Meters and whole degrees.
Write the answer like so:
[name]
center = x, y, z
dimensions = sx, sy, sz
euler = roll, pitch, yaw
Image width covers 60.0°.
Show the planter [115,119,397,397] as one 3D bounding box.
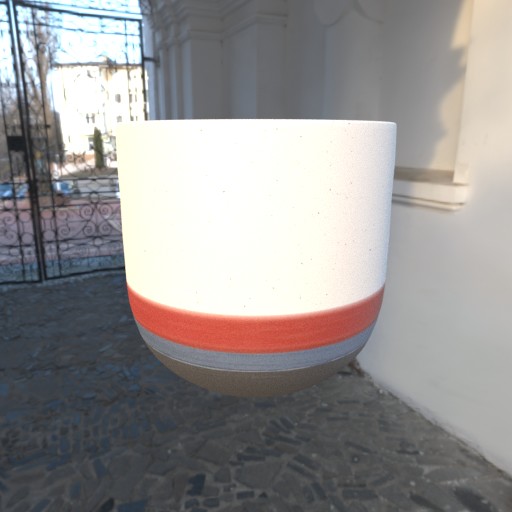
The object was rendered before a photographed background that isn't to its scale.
[planter]
center = 0.000, 0.000, 0.473
dimensions = 0.268, 0.270, 0.268
euler = 0, 15, 0
